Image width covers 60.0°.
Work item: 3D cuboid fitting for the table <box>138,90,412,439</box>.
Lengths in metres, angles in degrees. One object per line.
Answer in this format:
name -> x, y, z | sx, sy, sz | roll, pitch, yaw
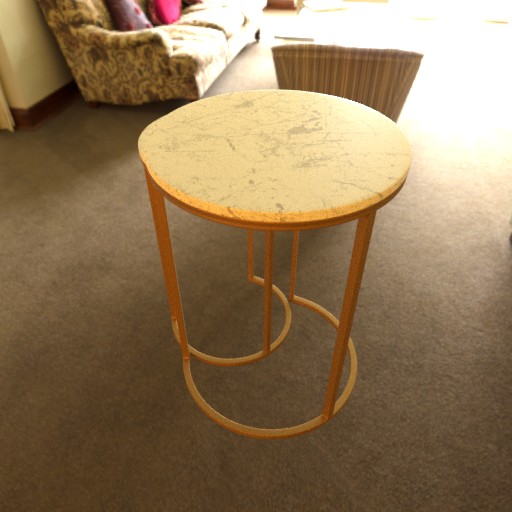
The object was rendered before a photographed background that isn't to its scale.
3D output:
table -> 0.000, 0.000, 0.889 | 0.400, 0.550, 0.507 | -26, 47, -27
